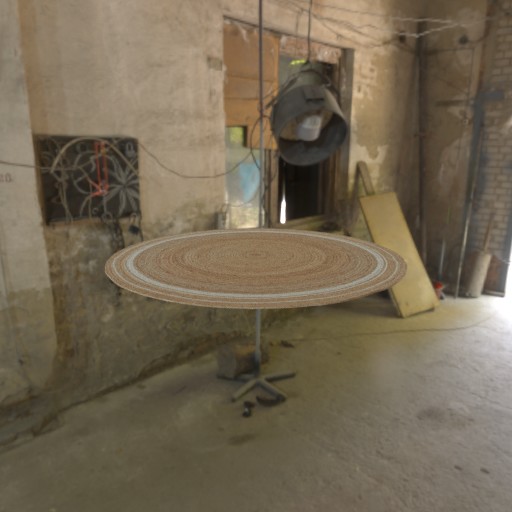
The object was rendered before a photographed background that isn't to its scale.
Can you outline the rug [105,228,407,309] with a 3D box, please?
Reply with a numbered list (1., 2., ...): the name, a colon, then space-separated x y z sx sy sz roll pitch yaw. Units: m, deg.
1. rug: 0.000 0.000 3.774 2.444 0.015 2.444 0 14 0
